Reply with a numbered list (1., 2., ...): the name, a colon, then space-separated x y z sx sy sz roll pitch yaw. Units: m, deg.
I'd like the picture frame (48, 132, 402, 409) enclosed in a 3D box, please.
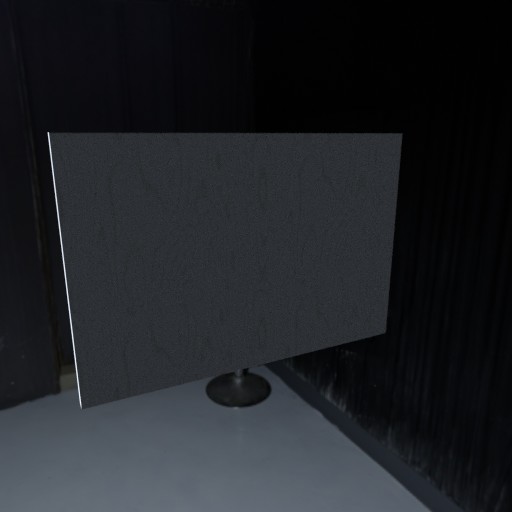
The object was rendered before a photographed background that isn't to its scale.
1. picture frame: 0.000 0.000 1.197 0.950 0.640 0.029 -8 17 -26
